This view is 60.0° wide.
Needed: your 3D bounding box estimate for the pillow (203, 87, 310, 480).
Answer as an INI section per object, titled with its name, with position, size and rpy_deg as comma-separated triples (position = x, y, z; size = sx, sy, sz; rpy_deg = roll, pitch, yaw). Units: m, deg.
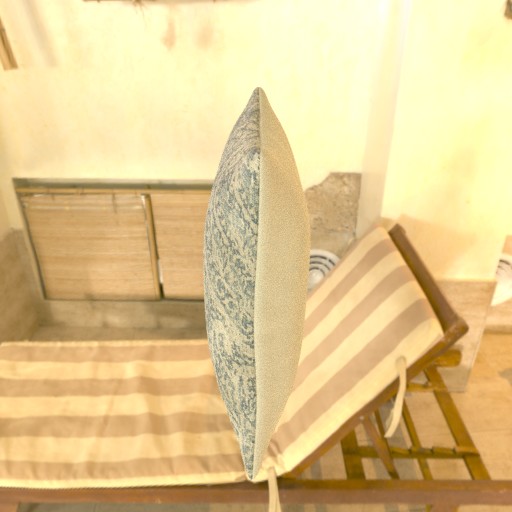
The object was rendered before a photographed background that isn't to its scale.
[pillow]
position = 0.000, 0.000, 0.791
size = 0.166, 0.510, 0.523
rpy_deg = 0, 28, 0
